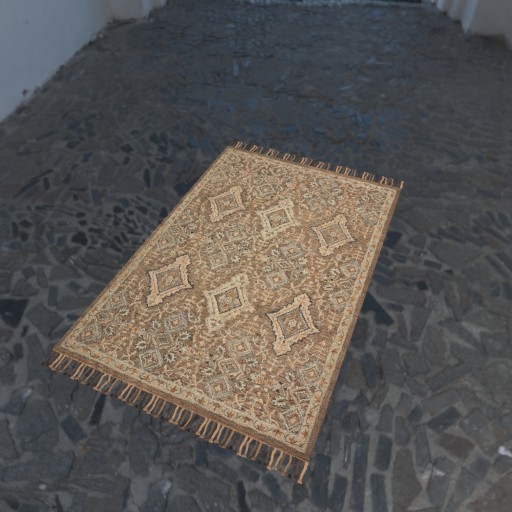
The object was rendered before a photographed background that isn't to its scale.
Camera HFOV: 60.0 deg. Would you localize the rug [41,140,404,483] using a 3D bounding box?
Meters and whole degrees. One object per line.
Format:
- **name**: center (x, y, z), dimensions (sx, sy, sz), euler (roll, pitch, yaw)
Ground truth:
- **rug**: center (0.000, 0.000, 2.979), dimensions (1.516, 0.010, 2.434), euler (18, 49, 16)
